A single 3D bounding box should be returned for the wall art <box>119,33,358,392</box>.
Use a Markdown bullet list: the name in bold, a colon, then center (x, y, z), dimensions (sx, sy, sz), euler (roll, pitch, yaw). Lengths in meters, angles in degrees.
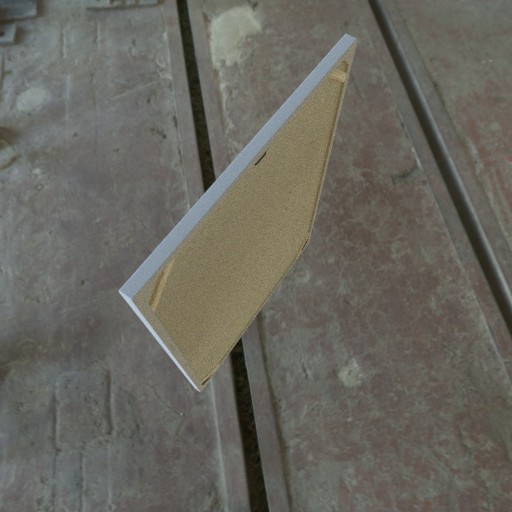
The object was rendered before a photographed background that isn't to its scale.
- **wall art**: center (0.000, 0.000, 1.591), dimensions (0.038, 1.212, 0.914), euler (32, 69, 14)
